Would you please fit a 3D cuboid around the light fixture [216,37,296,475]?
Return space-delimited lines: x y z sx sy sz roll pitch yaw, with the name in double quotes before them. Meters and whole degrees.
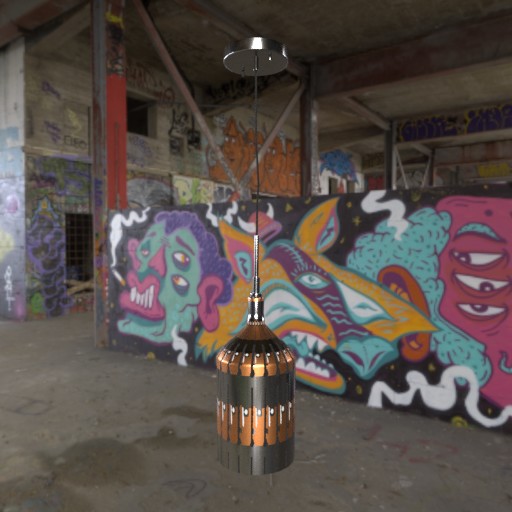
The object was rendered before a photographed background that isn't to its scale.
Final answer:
"light fixture" 0.000 0.000 1.689 0.303 1.535 0.303 0 1 0
